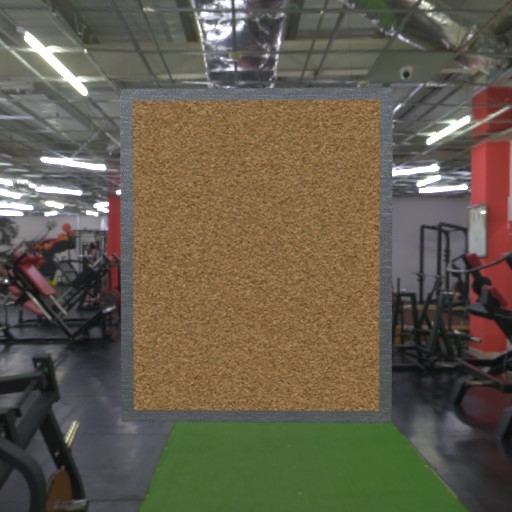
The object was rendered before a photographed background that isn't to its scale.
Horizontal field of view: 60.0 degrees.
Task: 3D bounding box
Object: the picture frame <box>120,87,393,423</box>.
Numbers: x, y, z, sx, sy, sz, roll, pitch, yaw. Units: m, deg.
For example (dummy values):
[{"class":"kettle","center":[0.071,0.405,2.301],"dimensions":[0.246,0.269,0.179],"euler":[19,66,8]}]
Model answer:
[{"class":"picture frame","center":[0.000,0.000,0.754],"dimensions":[0.454,0.559,0.029],"euler":[0,1,1]}]
